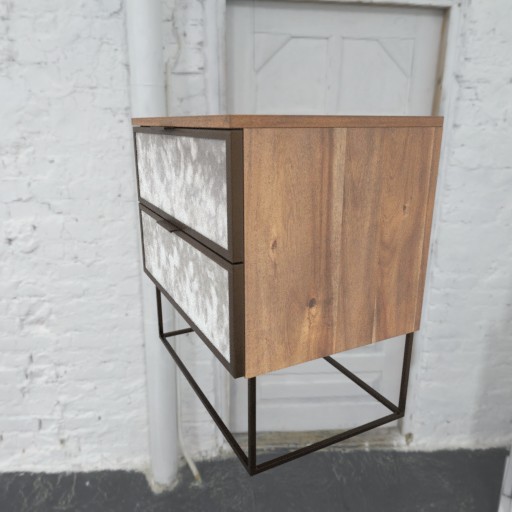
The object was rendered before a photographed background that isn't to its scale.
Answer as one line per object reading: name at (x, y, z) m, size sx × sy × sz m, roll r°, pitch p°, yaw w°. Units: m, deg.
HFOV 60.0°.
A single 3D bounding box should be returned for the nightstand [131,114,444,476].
nightstand at (0.000, 0.000, 1.023) m, size 0.427 × 0.611 × 0.605 m, roll -8°, pitch 19°, yaw -26°
